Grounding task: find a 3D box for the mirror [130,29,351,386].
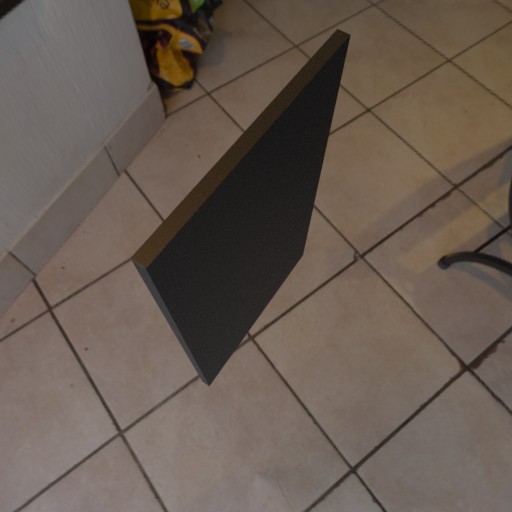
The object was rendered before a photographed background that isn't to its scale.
[{"bbox_3d":[0.000,0.000,1.496,0.038,1.219,0.762,32,68,14],"label":"mirror"}]
